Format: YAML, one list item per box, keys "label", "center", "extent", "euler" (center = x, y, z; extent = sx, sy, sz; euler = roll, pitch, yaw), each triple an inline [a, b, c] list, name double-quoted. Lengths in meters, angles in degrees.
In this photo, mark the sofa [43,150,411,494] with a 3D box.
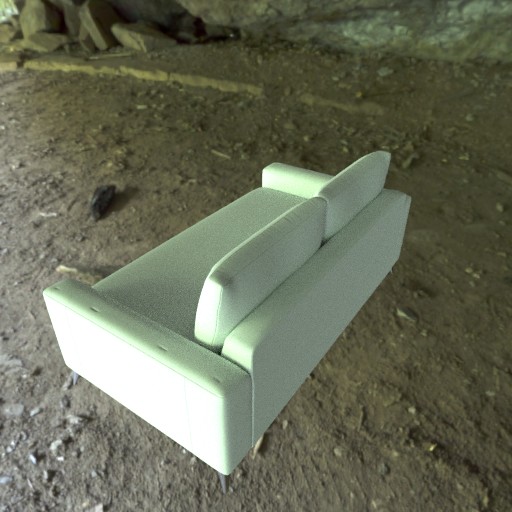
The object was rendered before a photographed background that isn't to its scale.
- label: "sofa"
  center: [0.000, 0.000, 2.103]
  extent: [0.920, 0.790, 1.650]
  euler: [21, 38, 29]
